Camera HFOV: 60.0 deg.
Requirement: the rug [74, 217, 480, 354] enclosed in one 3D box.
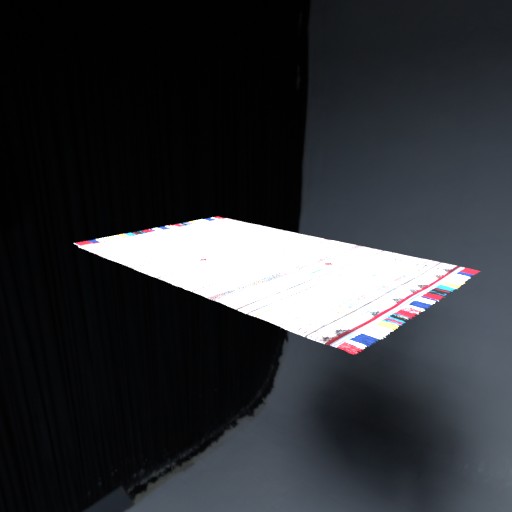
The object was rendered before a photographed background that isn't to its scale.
[{"bbox_3d":[0.000,0.000,3.016,2.465,0.012,1.465,15,22,42],"label":"rug"}]
